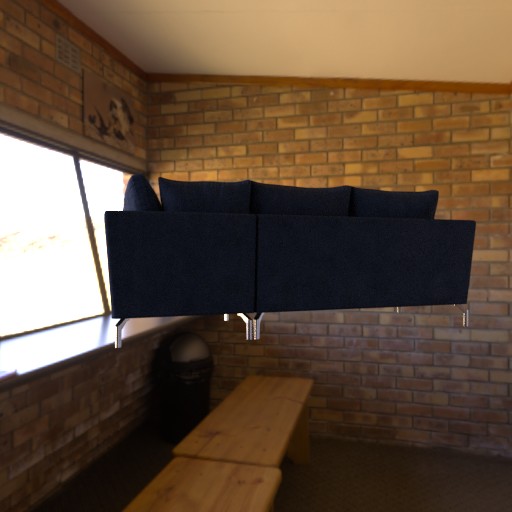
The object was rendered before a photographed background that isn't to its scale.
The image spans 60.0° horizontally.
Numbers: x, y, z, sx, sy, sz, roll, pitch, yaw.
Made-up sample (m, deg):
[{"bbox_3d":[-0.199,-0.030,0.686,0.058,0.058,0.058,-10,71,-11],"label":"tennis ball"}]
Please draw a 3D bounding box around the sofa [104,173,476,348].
[{"bbox_3d":[0.000,0.000,3.900,2.472,0.988,2.463,0,0,-17],"label":"sofa"}]
